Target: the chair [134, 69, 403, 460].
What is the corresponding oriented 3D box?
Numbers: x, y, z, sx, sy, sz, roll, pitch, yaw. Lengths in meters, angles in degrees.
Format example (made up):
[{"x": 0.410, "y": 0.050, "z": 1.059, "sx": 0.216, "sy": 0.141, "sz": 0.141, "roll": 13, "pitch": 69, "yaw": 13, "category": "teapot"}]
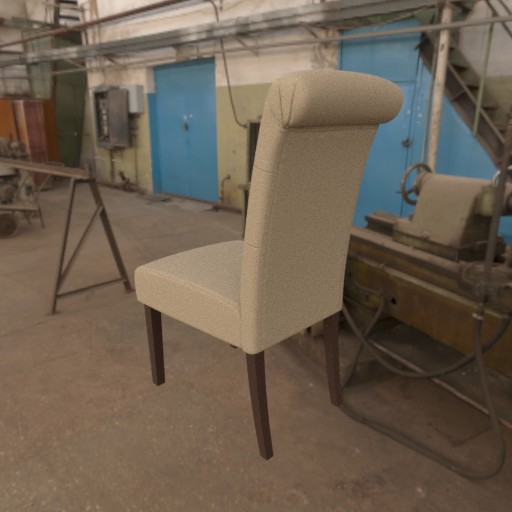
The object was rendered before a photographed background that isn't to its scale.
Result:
[{"x": 0.000, "y": 0.000, "z": 1.343, "sx": 0.456, "sy": 1.006, "sz": 0.671, "roll": -17, "pitch": 25, "yaw": -42, "category": "chair"}]
